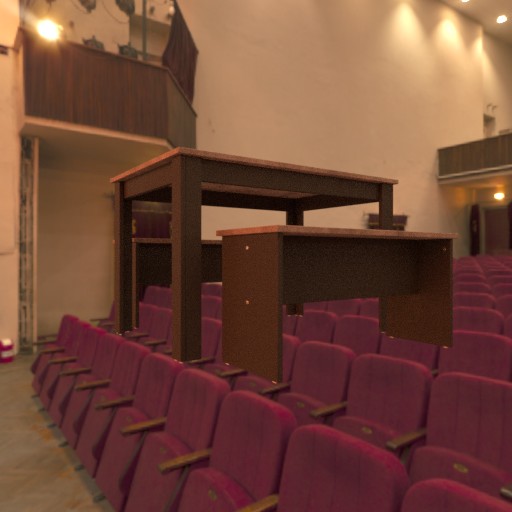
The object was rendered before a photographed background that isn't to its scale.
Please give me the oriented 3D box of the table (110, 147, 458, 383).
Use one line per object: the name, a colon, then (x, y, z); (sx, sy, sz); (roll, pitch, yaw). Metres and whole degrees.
table: (0.000, 0.000, 2.024); (1.100, 0.700, 1.443); (0, 0, -35)
